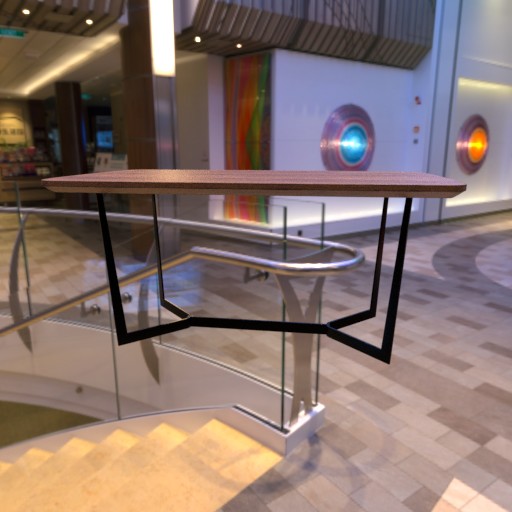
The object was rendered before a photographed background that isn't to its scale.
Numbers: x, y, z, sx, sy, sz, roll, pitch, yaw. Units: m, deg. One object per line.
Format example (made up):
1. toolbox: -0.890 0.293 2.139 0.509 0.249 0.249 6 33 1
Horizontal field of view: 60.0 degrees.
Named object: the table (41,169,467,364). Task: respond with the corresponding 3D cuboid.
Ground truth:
1. table: 0.000 0.000 2.131 1.643 0.765 0.949 2 14 8
